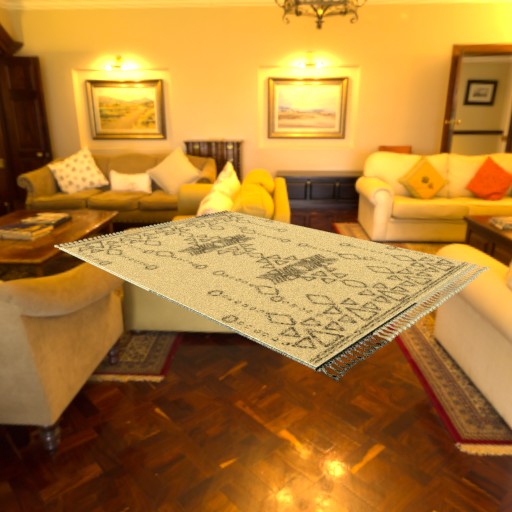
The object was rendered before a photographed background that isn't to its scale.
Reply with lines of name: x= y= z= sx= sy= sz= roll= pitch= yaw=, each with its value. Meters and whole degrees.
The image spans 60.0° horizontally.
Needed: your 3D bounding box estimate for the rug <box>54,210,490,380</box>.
rug: x=0.000 y=0.000 z=2.833 sx=2.312 sy=0.013 sz=1.600 roll=17 pitch=24 yaw=41
